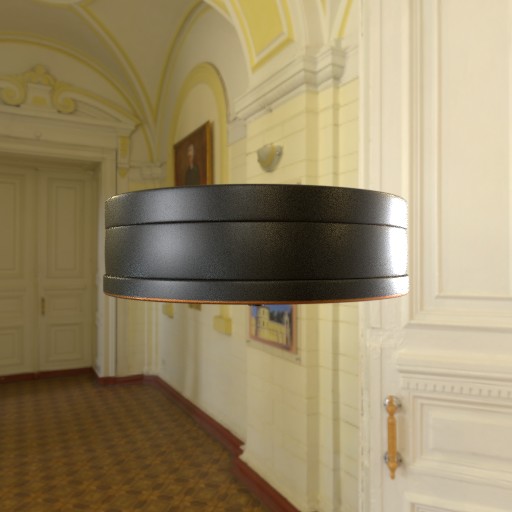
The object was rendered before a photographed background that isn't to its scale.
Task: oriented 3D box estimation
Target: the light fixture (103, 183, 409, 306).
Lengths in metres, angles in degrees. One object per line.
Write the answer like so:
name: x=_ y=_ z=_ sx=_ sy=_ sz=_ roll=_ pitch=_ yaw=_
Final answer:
light fixture: x=0.000 y=0.000 z=0.434 sx=0.283 sy=0.097 sz=0.283 roll=0 pitch=0 yaw=0
